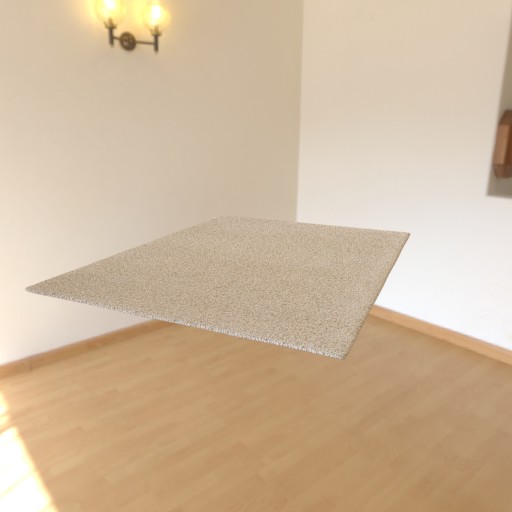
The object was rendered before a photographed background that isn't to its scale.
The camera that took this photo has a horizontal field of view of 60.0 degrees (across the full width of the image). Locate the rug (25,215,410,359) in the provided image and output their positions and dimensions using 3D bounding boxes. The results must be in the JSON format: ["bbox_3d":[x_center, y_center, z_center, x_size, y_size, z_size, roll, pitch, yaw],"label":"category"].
[{"bbox_3d":[0.000,0.000,4.153,2.438,0.029,3.047,8,18,24],"label":"rug"}]
